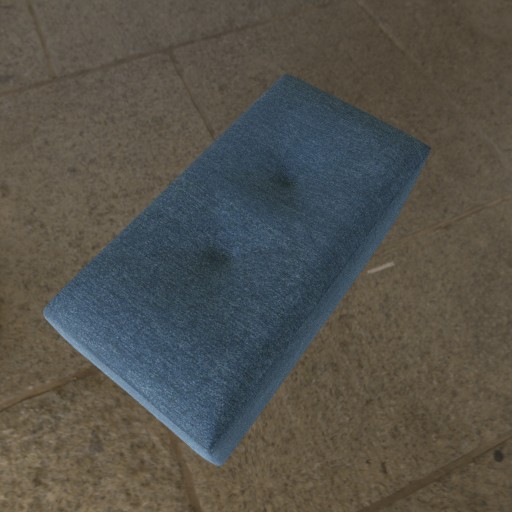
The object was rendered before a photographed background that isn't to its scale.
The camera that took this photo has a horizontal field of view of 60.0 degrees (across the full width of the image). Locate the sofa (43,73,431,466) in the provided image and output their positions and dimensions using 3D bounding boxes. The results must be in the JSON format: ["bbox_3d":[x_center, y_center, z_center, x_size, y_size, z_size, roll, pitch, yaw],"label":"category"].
[{"bbox_3d":[0.000,0.000,1.191,0.480,0.470,0.930,34,67,16],"label":"sofa"}]
